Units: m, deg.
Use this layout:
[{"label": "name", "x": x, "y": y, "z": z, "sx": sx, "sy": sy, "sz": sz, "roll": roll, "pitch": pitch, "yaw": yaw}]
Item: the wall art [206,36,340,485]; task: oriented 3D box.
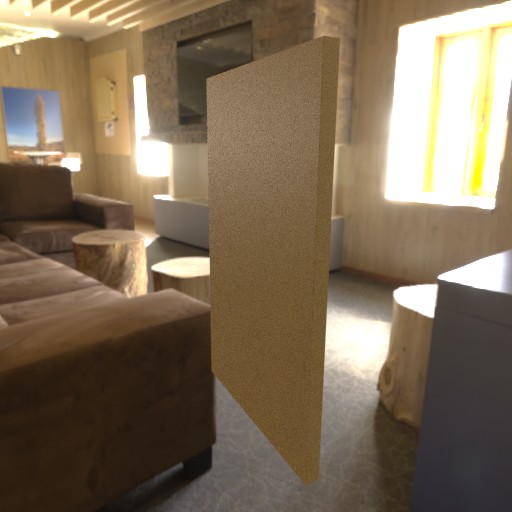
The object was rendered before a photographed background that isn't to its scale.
[{"label": "wall art", "x": 0.000, "y": 0.000, "z": 1.000, "sx": 0.039, "sy": 0.810, "sz": 0.510, "roll": -7, "pitch": 16, "yaw": -26}]
